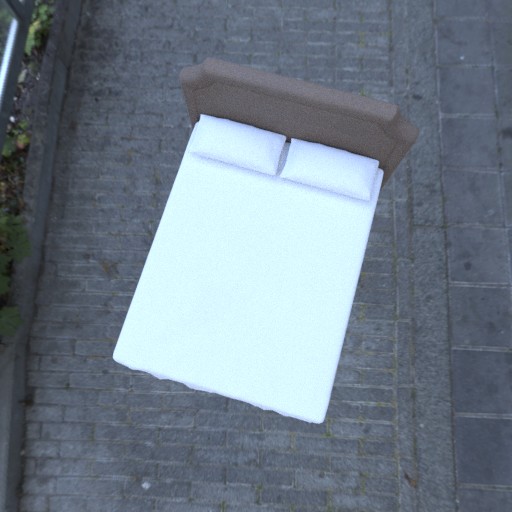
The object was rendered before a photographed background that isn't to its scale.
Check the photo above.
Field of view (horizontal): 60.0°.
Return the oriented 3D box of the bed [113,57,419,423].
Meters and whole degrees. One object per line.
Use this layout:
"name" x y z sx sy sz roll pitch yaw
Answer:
"bed" 0.000 0.000 3.215 1.693 1.290 2.116 16 77 4
